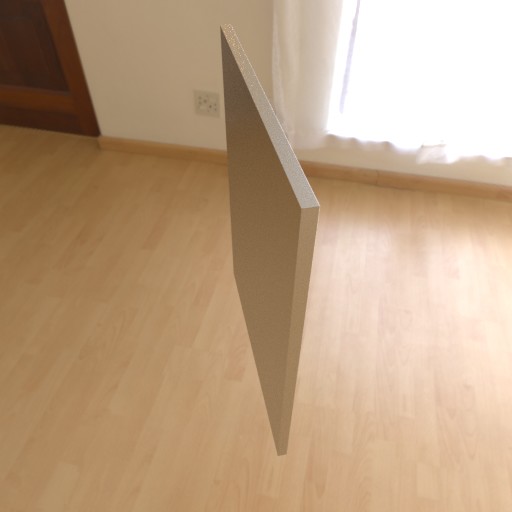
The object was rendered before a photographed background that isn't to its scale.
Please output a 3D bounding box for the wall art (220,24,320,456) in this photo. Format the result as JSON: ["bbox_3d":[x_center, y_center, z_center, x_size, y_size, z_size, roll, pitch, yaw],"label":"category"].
[{"bbox_3d":[0.000,0.000,1.346,0.030,1.046,0.816,-9,47,-8],"label":"wall art"}]
